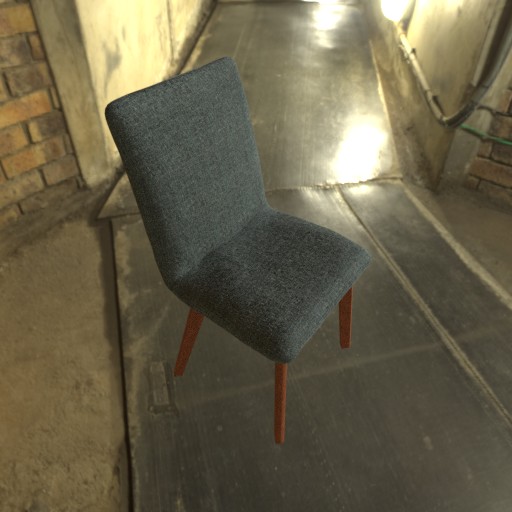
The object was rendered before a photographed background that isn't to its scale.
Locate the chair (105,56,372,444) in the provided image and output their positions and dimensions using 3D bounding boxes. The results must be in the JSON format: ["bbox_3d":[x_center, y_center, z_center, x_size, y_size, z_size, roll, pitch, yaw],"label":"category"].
[{"bbox_3d":[0.000,0.000,1.341,0.563,0.974,0.522,26,48,26],"label":"chair"}]
